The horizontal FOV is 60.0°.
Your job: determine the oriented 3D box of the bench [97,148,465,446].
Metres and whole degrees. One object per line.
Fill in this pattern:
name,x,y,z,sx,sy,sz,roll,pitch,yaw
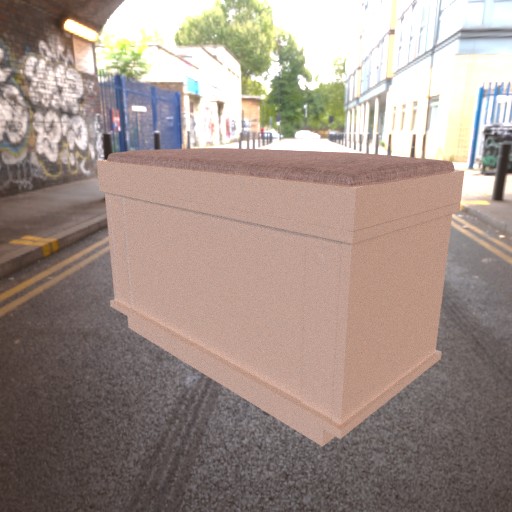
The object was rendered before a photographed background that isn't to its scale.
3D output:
bench,0.000,0.000,0.996,0.362,0.461,0.734,-15,22,-42
